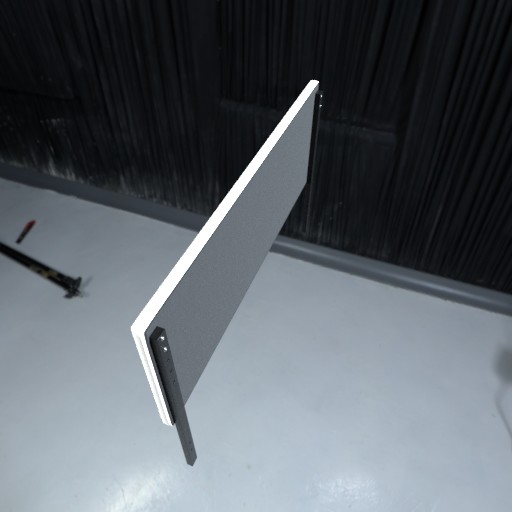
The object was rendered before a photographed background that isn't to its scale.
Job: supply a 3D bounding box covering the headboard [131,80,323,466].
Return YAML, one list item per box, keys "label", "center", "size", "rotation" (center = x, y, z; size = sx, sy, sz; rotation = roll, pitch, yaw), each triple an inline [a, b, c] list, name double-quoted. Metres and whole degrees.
- label: "headboard"
  center: [0.000, 0.000, 2.938]
  size: [0.120, 1.410, 2.362]
  rotation: [16, 48, 15]
